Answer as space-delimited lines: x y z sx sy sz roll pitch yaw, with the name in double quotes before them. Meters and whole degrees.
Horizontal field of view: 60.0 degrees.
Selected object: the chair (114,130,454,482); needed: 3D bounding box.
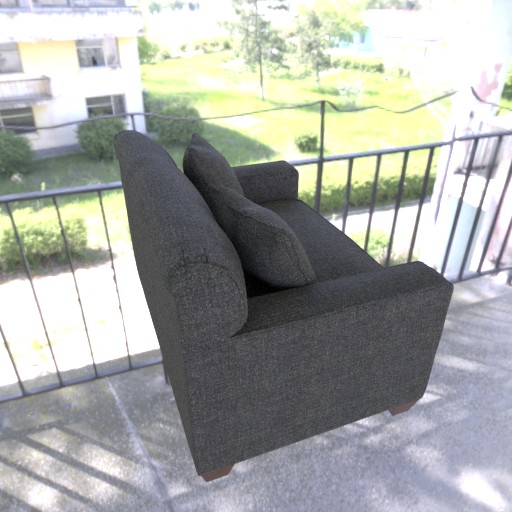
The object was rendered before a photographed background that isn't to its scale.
"chair" 0.000 0.000 1.990 1.000 0.948 1.383 -11 33 -18
